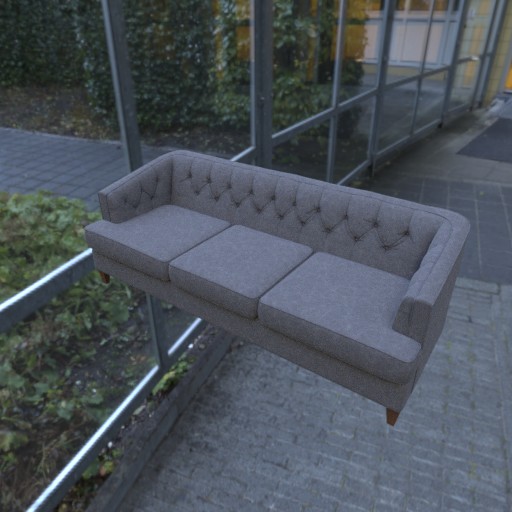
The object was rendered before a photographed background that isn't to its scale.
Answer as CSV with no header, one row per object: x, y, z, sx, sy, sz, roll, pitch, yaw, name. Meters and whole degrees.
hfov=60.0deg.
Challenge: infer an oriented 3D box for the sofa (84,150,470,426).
0.000,0.000,2.742,2.247,0.806,0.917,19,35,30,sofa
